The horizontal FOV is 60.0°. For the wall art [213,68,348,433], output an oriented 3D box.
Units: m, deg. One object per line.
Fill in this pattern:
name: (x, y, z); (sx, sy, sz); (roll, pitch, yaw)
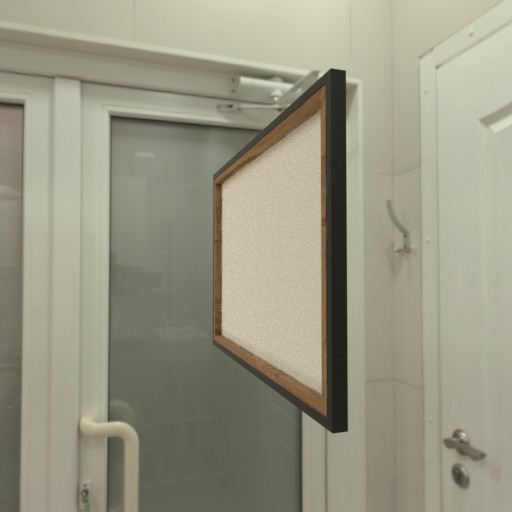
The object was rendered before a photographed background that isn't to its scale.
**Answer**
wall art: (0.000, 0.000, 0.856); (0.022, 0.446, 0.659); (1, -2, -18)
